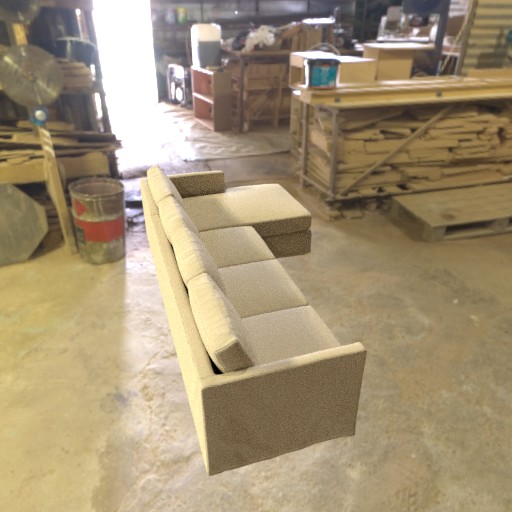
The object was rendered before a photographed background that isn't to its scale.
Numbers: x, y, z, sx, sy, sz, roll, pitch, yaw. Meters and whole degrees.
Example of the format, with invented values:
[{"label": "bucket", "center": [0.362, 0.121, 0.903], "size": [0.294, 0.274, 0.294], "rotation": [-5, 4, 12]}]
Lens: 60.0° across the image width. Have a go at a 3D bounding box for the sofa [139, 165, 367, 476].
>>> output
[{"label": "sofa", "center": [0.000, 0.000, 3.806], "size": [1.622, 0.871, 3.206], "rotation": [-9, 31, -16]}]
